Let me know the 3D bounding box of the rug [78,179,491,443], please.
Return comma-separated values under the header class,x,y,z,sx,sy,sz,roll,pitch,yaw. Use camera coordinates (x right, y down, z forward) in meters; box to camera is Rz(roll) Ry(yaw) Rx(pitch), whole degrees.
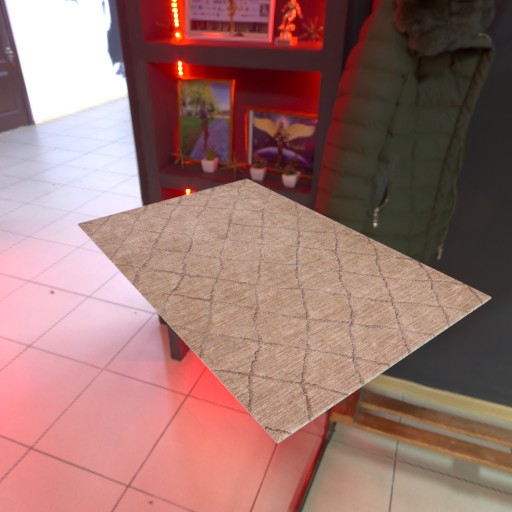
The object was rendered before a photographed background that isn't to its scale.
class,x,y,z,sx,sy,sz,roll,pitch,yaw
rug,0.000,0.000,2.826,1.521,0.015,2.280,-21,36,-31
